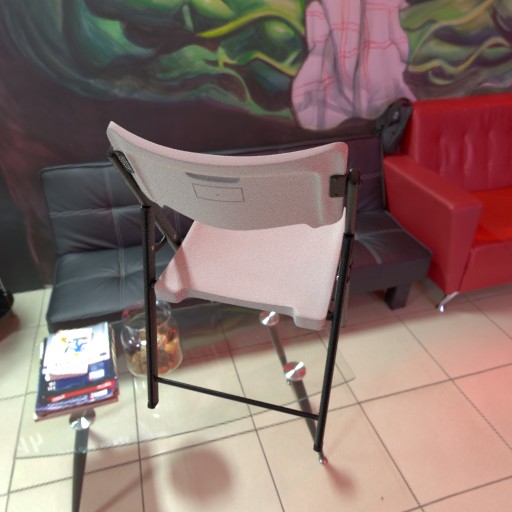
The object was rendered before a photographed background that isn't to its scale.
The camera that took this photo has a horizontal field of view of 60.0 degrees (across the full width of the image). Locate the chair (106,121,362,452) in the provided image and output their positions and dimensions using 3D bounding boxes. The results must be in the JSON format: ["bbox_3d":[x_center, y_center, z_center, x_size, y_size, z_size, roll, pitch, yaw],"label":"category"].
[{"bbox_3d":[0.000,0.000,1.119,0.482,0.765,0.577,9,34,14],"label":"chair"}]
